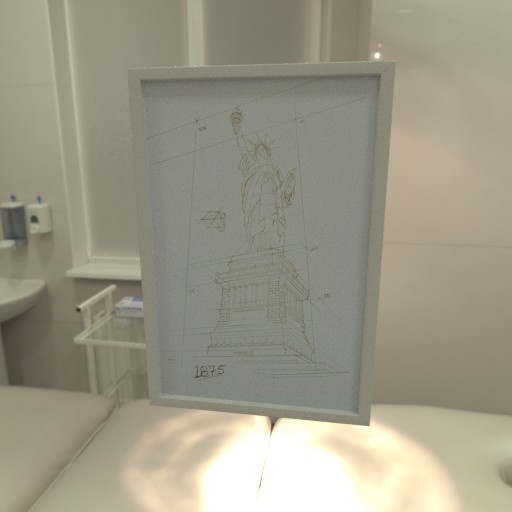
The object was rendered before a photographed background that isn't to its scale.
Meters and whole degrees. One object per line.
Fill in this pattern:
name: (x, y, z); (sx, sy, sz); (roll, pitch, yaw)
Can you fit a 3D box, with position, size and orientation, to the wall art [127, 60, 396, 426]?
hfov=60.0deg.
wall art: (0.000, 0.000, 1.478); (0.808, 1.183, 0.038); (2, 14, 9)
